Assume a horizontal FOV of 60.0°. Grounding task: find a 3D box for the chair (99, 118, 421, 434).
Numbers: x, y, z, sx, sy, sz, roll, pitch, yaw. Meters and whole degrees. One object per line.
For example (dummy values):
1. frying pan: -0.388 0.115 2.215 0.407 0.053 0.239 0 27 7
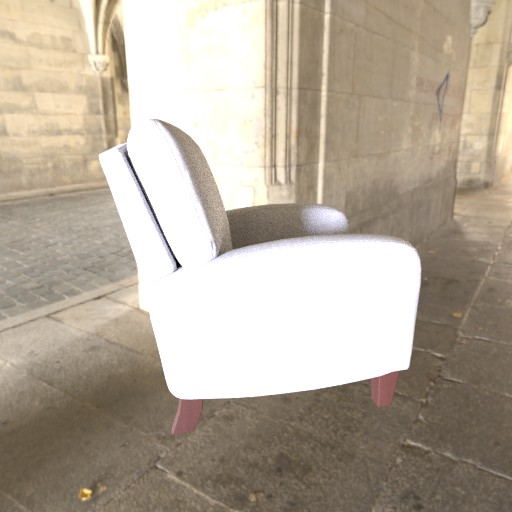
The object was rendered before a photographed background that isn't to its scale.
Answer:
1. chair: 0.000 0.000 1.682 0.990 0.990 0.762 -3 17 -11
